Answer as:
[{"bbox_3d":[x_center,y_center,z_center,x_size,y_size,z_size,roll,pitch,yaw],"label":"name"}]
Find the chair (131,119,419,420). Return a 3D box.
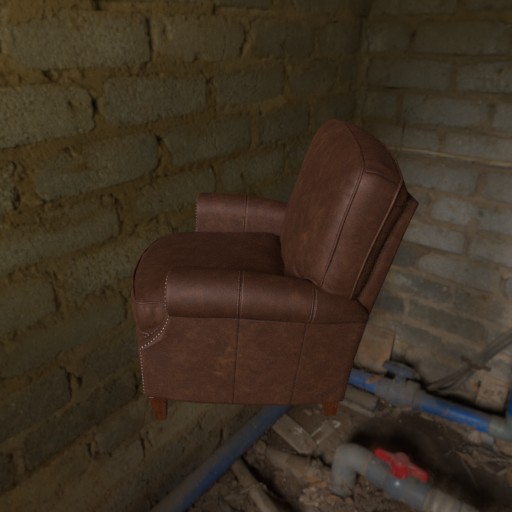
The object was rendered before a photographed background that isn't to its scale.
[{"bbox_3d":[0.000,0.000,1.783,0.986,1.018,0.936,0,26,0],"label":"chair"}]
